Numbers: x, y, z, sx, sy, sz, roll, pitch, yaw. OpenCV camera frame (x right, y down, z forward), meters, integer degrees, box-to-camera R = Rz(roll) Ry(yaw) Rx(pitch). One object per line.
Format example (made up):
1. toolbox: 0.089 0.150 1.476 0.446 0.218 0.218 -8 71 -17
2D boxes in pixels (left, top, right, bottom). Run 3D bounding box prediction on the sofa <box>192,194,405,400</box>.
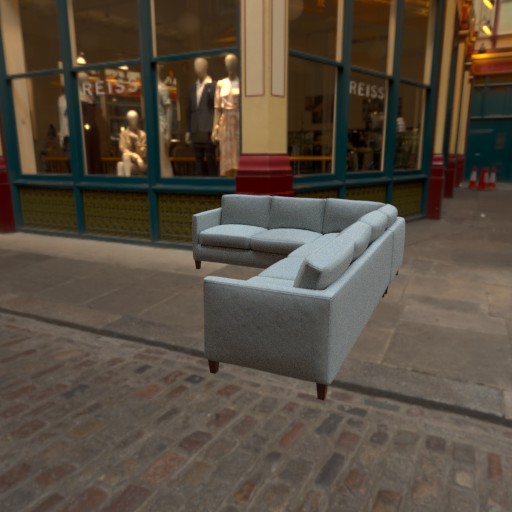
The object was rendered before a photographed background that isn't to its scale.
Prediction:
1. sofa: 0.000 0.000 4.627 2.592 0.947 3.301 6 15 24
